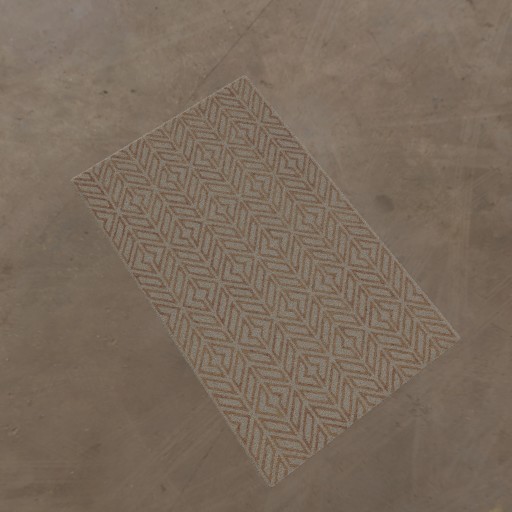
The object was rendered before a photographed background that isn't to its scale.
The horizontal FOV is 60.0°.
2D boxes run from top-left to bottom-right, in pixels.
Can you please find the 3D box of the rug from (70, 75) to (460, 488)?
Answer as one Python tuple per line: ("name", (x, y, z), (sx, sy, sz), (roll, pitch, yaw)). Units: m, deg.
("rug", (0.000, 0.000, 3.002), (1.523, 0.008, 2.438), (-34, 77, -9))
